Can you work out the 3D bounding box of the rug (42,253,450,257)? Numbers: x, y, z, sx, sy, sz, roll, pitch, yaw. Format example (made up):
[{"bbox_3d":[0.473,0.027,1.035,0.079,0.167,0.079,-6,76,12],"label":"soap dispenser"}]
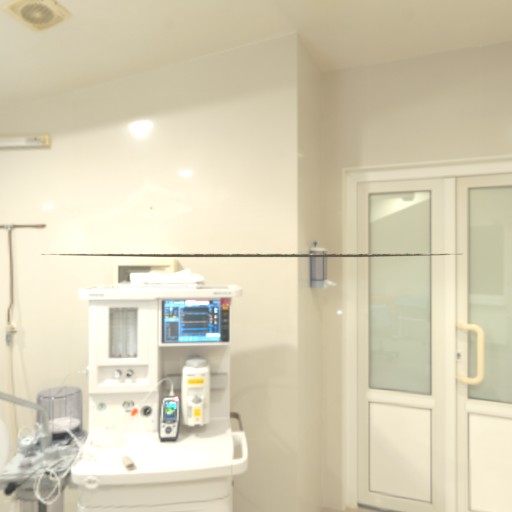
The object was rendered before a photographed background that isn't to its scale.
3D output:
[{"bbox_3d":[0.000,0.000,4.050,2.438,0.010,3.048,0,0,2],"label":"rug"}]
